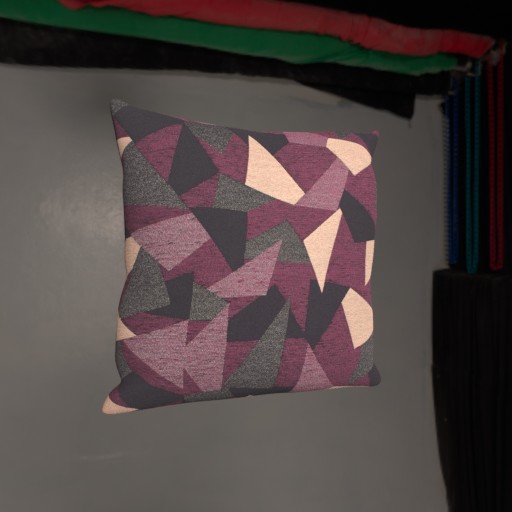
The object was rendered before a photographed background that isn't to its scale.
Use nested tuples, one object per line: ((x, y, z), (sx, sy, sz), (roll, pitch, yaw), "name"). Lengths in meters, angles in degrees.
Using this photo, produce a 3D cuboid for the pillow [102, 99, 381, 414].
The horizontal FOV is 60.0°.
((0.000, 0.000, 0.765), (0.503, 0.496, 0.208), (0, 0, -18), "pillow")
